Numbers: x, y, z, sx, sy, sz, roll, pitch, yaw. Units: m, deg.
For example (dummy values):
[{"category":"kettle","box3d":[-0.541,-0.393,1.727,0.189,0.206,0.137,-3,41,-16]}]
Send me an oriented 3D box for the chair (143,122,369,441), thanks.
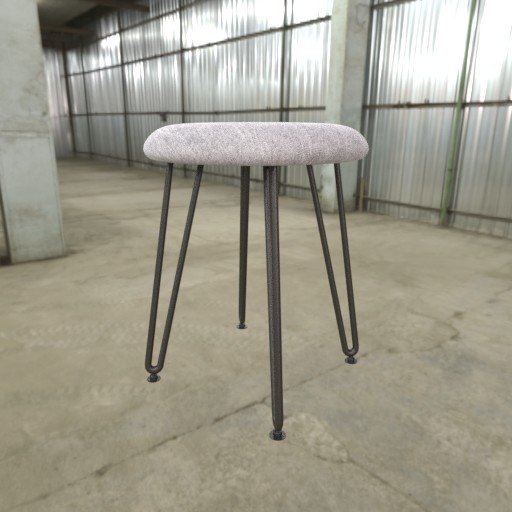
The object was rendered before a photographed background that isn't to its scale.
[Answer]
[{"category":"chair","box3d":[0.000,0.000,0.669,0.350,0.386,0.350,-3,16,-9]}]
